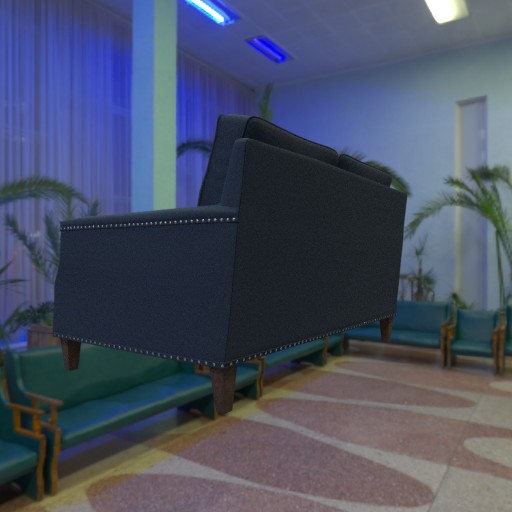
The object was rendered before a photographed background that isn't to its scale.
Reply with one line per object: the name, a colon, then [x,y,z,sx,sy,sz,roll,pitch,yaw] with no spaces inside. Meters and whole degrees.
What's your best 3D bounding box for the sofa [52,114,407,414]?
sofa: [0.000,0.000,2.252,1.084,1.003,1.597,0,0,37]
